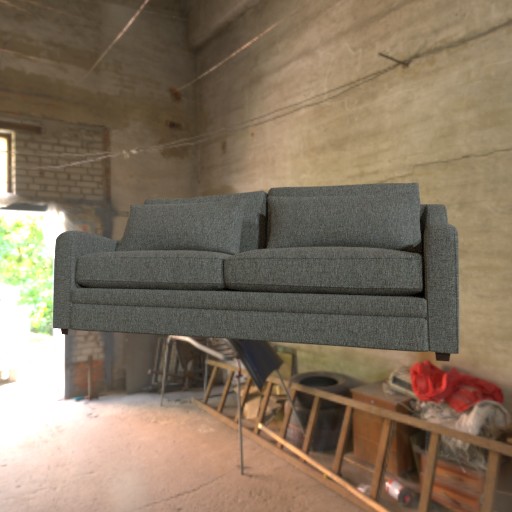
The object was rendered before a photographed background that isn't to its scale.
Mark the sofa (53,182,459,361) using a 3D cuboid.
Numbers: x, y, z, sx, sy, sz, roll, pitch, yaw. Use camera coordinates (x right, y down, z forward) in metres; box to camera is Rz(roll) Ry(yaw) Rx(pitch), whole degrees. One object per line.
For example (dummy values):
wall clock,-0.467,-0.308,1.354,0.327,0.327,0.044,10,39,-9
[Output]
sofa,0.000,0.000,2.931,2.418,0.998,1.103,0,0,18
